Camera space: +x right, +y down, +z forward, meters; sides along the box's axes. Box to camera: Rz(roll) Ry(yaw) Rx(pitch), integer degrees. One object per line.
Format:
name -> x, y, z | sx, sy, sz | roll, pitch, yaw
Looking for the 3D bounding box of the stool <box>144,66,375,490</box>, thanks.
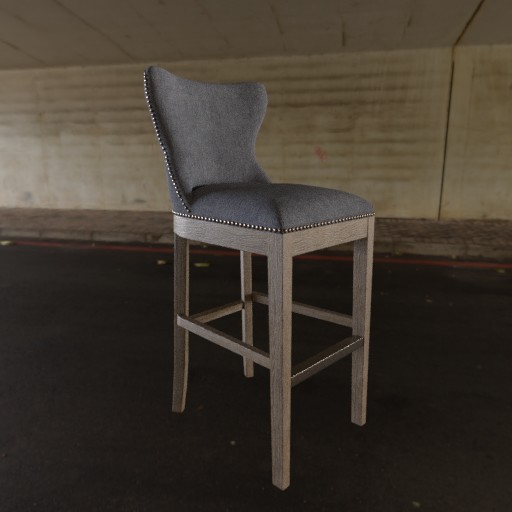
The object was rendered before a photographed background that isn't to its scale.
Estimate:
stool -> 0.000, 0.000, 1.406 | 0.606, 1.123, 0.494 | 12, 18, 42
